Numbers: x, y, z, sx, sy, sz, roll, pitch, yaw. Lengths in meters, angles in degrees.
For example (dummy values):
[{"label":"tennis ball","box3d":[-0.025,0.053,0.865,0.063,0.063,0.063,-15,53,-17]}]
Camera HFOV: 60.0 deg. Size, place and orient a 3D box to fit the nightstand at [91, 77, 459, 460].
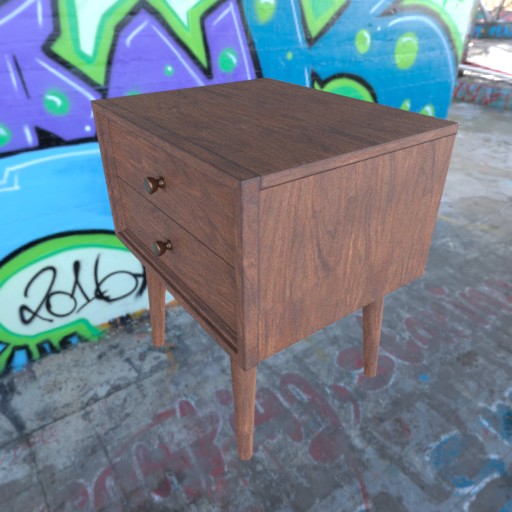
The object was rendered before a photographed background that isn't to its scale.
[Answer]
[{"label":"nightstand","box3d":[0.000,0.000,0.949,0.445,0.607,0.521,-21,37,-30]}]
